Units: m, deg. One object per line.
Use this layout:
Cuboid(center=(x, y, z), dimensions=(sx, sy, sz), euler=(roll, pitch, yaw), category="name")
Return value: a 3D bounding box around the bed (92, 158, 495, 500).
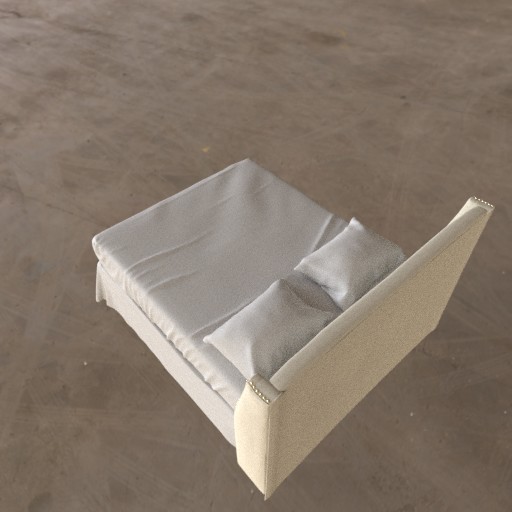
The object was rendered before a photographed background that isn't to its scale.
Cuboid(center=(0.000, 0.000, 3.285), dimensions=(1.925, 1.332, 2.276), euler=(-33, 54, -28), category="bed")
